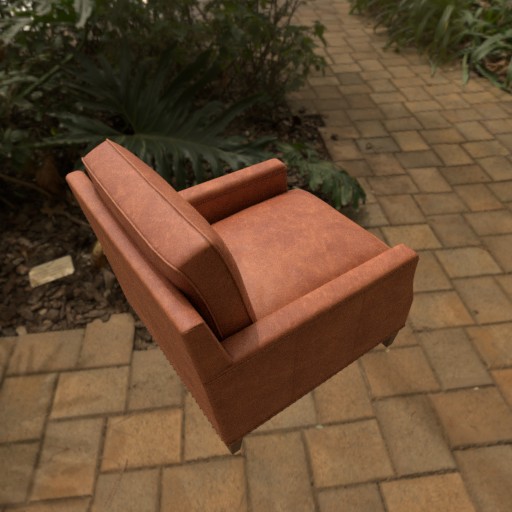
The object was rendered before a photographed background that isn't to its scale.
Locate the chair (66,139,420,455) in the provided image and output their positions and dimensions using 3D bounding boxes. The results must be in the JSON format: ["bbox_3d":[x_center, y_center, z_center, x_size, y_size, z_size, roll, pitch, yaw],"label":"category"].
[{"bbox_3d":[0.000,0.000,1.700,1.014,0.943,0.853,-25,48,-26],"label":"chair"}]
